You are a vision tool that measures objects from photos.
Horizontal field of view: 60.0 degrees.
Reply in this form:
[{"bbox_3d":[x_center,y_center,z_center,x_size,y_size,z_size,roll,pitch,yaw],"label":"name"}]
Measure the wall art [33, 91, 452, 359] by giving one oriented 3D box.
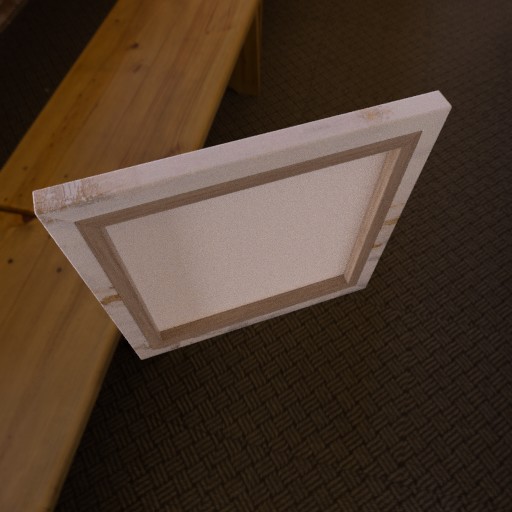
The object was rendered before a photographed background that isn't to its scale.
[{"bbox_3d":[0.000,0.000,0.889,0.611,0.613,0.040,-16,61,-9],"label":"wall art"}]
